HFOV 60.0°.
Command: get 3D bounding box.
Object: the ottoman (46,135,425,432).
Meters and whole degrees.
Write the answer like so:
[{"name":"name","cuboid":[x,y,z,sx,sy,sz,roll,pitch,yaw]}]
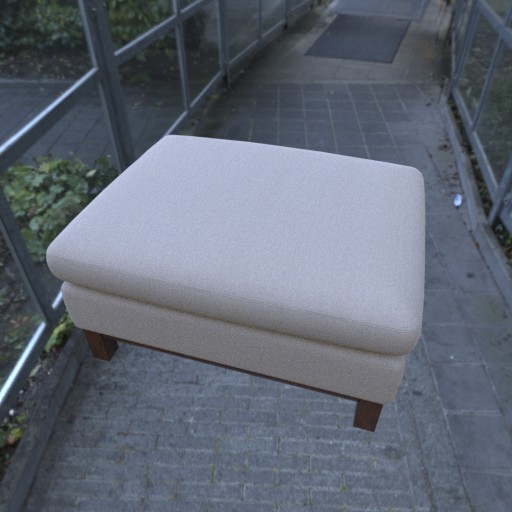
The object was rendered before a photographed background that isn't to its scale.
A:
[{"name":"ottoman","cuboid":[0.000,0.000,1.133,0.771,0.420,0.606,11,41,13]}]
